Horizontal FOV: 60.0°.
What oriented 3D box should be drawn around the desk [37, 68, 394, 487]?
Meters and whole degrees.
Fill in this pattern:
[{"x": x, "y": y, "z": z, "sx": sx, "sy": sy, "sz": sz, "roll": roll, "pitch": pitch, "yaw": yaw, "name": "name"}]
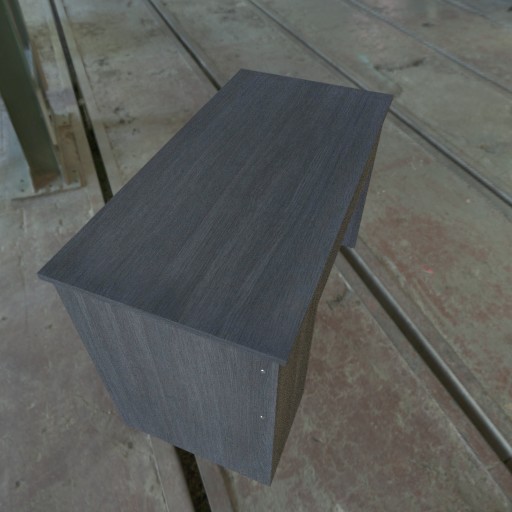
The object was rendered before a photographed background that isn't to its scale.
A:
[{"x": 0.000, "y": 0.000, "z": 1.478, "sx": 0.560, "sy": 0.730, "sz": 1.096, "roll": 16, "pitch": 48, "yaw": 15, "name": "desk"}]
